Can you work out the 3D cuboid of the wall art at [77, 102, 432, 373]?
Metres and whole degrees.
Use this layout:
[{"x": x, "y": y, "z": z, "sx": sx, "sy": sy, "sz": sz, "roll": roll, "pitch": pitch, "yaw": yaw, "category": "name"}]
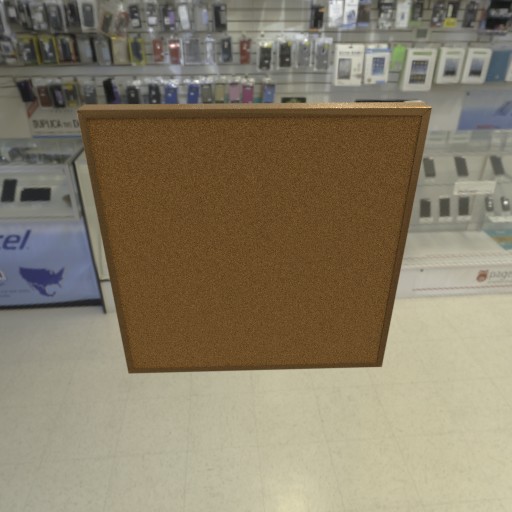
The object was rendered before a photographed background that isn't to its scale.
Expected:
[{"x": 0.000, "y": 0.000, "z": 0.771, "sx": 0.505, "sy": 0.505, "sz": 0.037, "roll": -1, "pitch": 30, "yaw": -2, "category": "wall art"}]
